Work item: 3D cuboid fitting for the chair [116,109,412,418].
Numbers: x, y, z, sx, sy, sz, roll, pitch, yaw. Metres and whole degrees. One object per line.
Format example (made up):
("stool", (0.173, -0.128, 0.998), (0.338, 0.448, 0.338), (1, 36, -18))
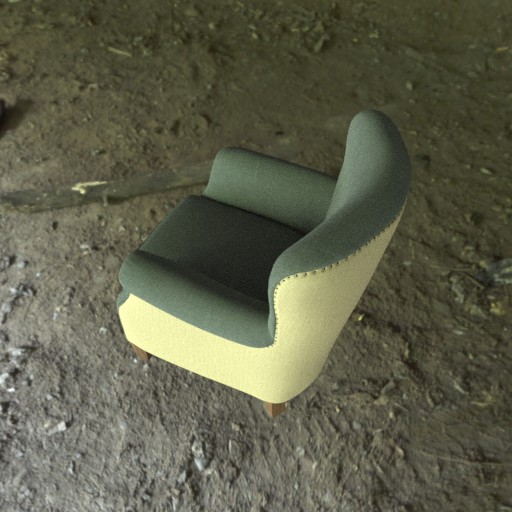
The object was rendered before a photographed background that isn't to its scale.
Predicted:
("chair", (0.000, 0.000, 1.661), (0.921, 0.936, 0.861), (17, 48, 16))
